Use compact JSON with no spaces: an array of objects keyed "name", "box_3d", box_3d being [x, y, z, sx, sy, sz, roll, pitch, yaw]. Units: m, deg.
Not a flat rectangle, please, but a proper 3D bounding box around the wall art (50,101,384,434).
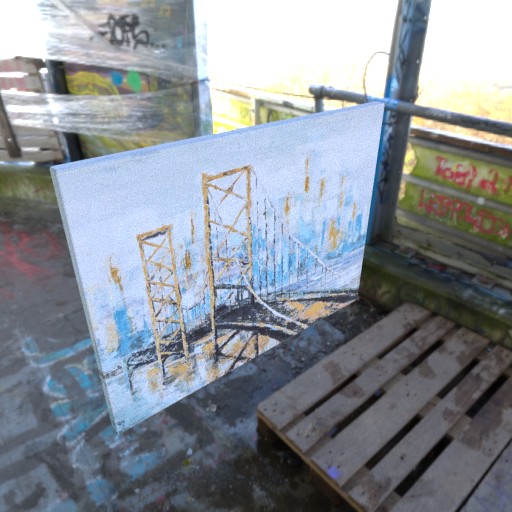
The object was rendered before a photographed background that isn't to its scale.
[{"name":"wall art","box_3d":[0.000,0.000,1.324,1.016,0.762,0.038,-22,37,-33]}]
